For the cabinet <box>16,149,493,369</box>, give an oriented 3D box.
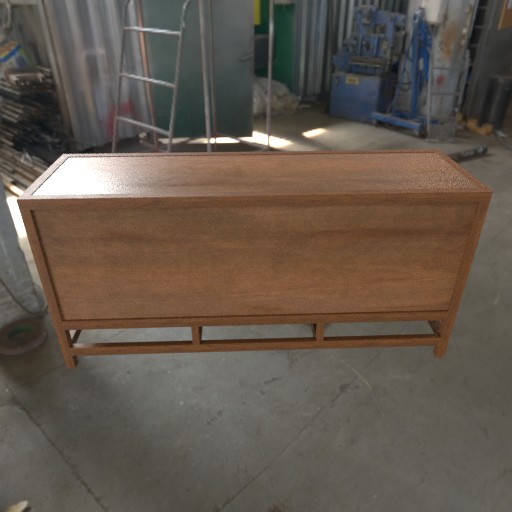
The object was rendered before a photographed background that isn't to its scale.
[{"bbox_3d":[0.000,0.000,2.019,1.708,0.820,0.522,-1,31,-2],"label":"cabinet"}]
